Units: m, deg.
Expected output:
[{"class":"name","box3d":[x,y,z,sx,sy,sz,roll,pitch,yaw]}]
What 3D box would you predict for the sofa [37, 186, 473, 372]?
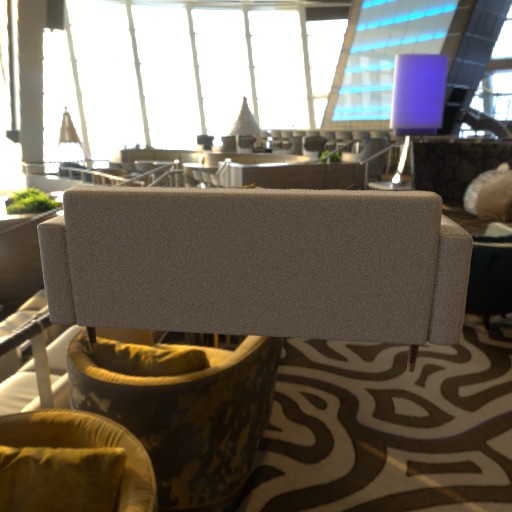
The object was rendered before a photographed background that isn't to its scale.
[{"class":"sofa","box3d":[0.000,0.000,2.383,1.895,0.814,0.969,2,16,7]}]
